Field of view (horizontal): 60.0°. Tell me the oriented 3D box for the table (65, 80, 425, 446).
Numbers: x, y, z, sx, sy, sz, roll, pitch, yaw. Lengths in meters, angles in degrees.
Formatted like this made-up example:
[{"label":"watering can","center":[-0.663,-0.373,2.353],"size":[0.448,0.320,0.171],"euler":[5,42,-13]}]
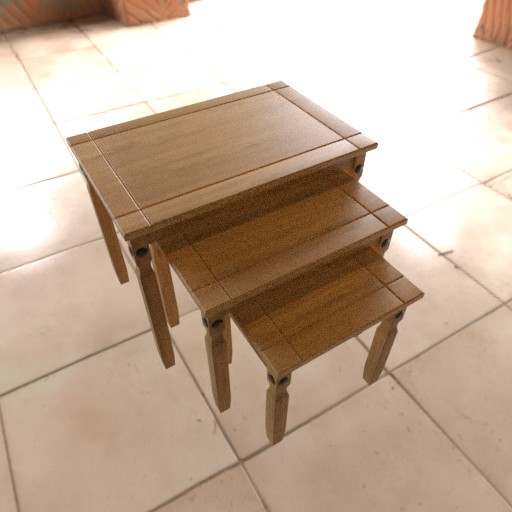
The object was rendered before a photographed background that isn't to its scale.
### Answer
[{"label":"table","center":[0.000,0.000,1.199],"size":[0.660,0.535,0.773],"euler":[-23,49,-22]}]
